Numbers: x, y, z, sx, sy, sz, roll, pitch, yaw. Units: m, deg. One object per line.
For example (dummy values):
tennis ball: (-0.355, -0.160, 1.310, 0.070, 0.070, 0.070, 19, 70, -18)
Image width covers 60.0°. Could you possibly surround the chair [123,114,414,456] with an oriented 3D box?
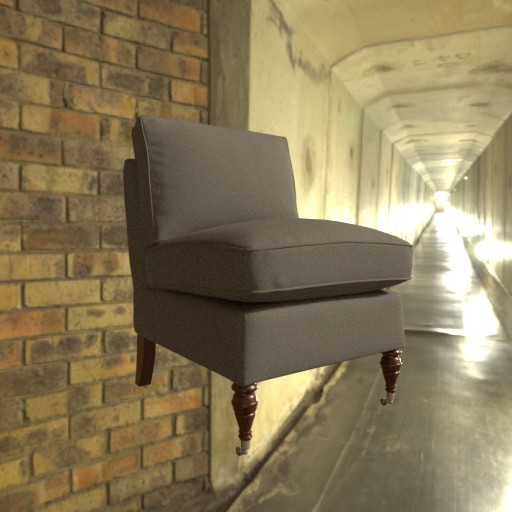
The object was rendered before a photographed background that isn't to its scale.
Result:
chair: (0.000, 0.000, 1.650, 0.724, 1.045, 0.924, -2, 4, -35)
